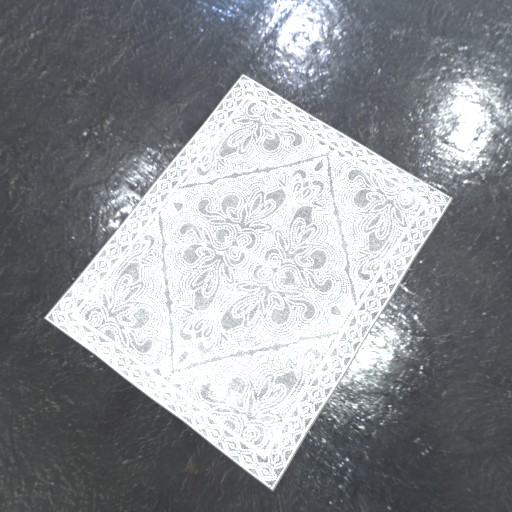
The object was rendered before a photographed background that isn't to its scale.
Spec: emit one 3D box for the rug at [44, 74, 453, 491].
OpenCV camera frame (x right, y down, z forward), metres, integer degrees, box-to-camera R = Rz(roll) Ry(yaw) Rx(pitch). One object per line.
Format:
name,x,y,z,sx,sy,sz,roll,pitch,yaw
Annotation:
rug,0.000,0.000,4.014,2.438,0.012,3.048,34,77,9
